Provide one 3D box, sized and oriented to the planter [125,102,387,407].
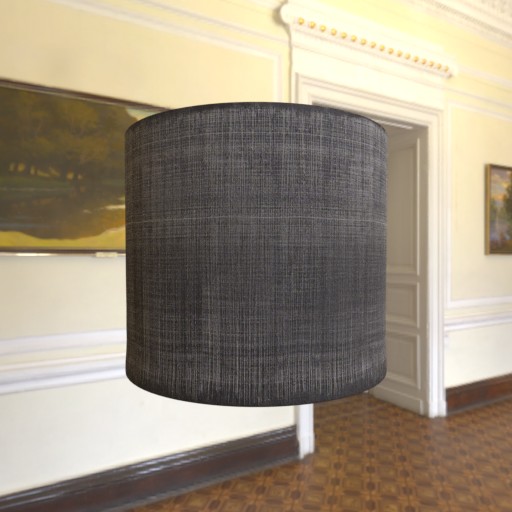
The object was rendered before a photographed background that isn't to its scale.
[{"bbox_3d":[0.000,0.000,0.313,0.178,0.157,0.178,0,0,0],"label":"planter"}]
